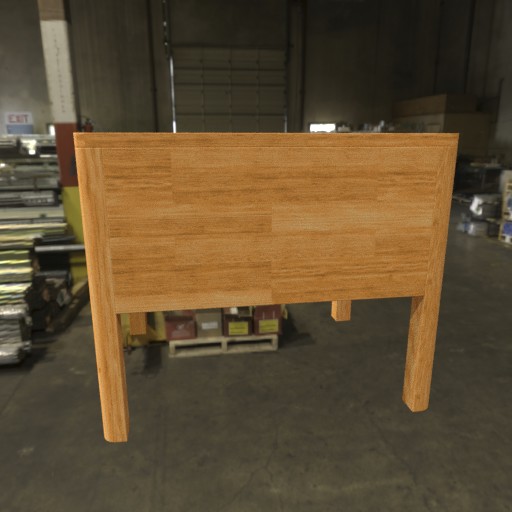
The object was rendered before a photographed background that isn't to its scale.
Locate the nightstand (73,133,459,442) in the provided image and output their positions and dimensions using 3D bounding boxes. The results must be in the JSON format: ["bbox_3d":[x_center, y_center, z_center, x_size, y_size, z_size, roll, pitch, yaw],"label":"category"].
[{"bbox_3d":[0.000,0.000,0.887,0.560,0.470,0.440,-2,15,-9],"label":"nightstand"}]
